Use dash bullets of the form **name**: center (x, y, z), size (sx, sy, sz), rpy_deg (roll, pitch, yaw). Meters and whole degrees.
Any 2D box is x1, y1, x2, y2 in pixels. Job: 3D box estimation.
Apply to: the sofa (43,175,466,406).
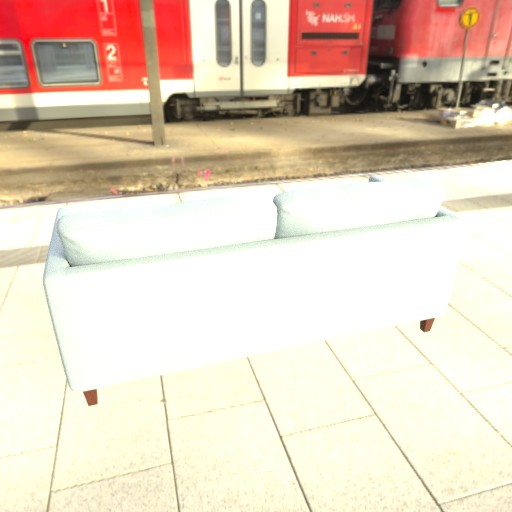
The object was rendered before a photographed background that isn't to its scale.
- **sofa**: center (0.000, 0.000, 2.671), size (2.208, 0.965, 0.951), rpy_deg (-8, 28, -16)
